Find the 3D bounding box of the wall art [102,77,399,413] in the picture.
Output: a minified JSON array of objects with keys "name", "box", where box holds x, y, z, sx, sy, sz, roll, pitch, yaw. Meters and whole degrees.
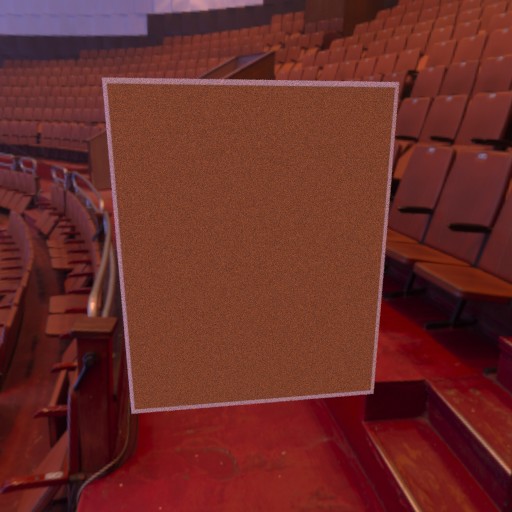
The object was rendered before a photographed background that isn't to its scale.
[{"name":"wall art","box":[0.000,0.000,0.743,0.443,0.549,0.030,-2,16,-8]}]
